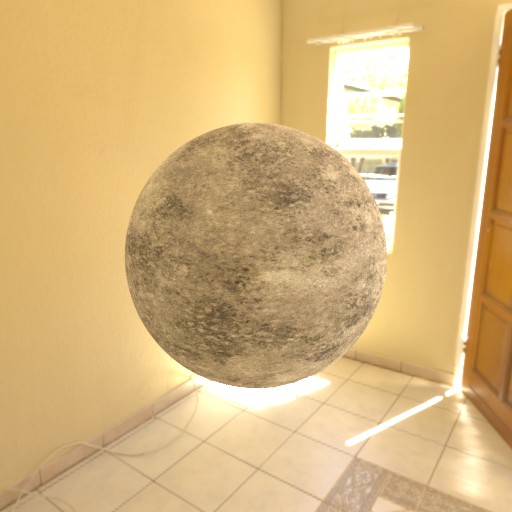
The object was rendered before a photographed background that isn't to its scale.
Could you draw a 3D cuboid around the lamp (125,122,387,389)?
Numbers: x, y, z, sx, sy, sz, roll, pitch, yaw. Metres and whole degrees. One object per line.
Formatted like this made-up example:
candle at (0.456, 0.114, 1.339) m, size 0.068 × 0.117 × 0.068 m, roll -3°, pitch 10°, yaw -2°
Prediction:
lamp at (0.000, 0.000, 0.743) m, size 0.422 × 0.429 × 0.422 m, roll 0°, pitch 14°, yaw 0°
